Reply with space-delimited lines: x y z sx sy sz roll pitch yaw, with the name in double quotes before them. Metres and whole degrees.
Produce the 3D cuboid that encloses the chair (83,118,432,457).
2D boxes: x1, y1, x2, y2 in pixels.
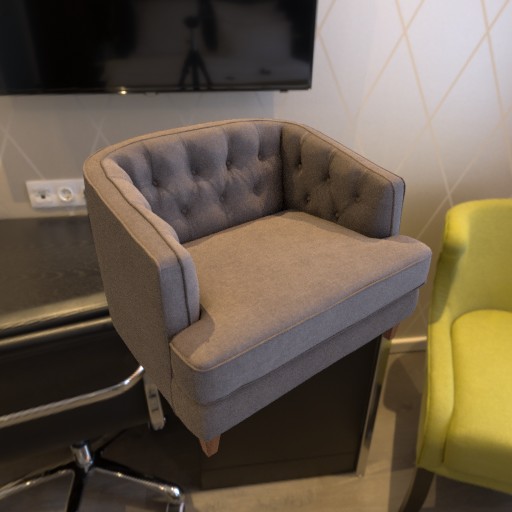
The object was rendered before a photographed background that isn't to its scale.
"chair" 0.000 0.000 1.757 1.104 0.852 0.941 -21 36 -32
